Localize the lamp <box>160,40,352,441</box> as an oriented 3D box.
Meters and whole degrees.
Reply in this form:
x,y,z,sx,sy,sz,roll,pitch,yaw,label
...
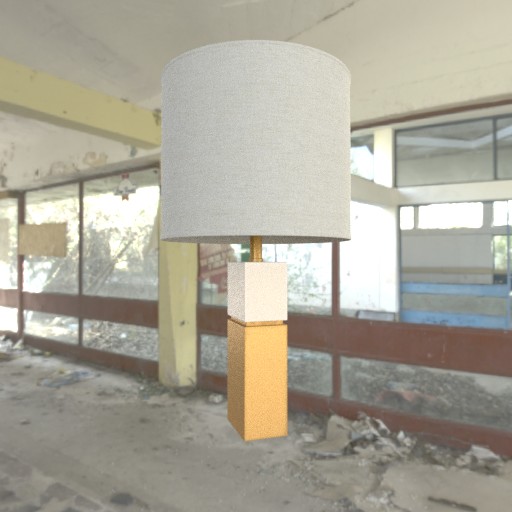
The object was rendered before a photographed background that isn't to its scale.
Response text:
x,y,z,sx,sy,sz,roll,pitch,yaw,label
0.000,0.000,0.542,0.229,0.417,0.229,0,-1,-19,lamp
